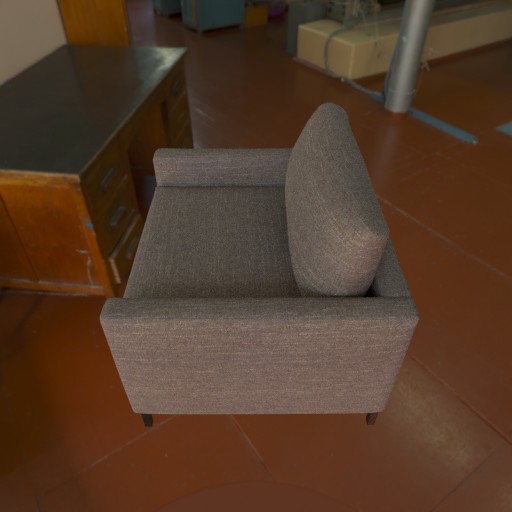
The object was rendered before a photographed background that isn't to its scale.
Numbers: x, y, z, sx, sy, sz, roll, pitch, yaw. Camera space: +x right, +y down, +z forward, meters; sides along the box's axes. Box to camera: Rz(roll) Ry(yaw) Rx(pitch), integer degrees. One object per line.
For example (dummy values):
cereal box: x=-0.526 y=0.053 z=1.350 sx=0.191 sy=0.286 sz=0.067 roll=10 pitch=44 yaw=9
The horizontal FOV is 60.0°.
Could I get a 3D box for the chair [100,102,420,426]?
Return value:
chair: x=0.000 y=0.000 z=1.591 sx=0.845 sy=0.841 sz=0.940 roll=0 pitch=41 yaw=0
